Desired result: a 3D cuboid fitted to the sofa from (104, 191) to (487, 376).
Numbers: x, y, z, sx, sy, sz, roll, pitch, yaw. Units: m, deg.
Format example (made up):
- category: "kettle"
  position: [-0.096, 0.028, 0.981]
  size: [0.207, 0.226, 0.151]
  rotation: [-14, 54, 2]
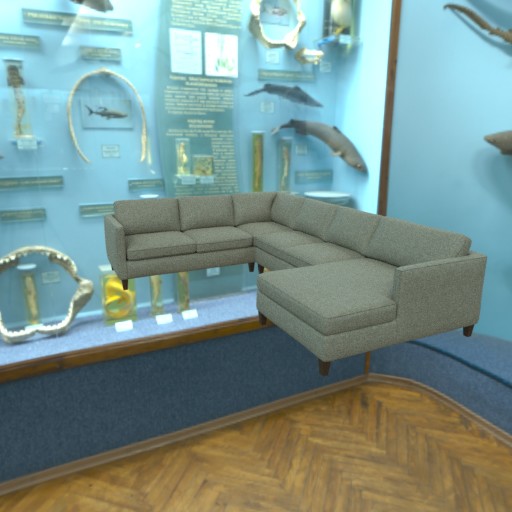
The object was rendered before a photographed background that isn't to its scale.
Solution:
- category: "sofa"
  position: [0.000, 0.000, 4.529]
  size: [2.551, 0.889, 3.403]
  rotation: [-7, 17, -25]
